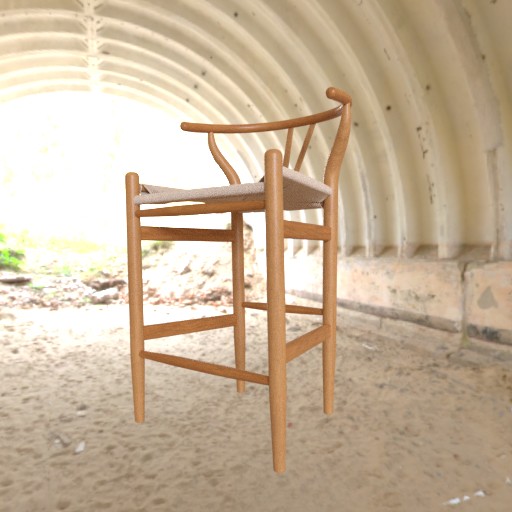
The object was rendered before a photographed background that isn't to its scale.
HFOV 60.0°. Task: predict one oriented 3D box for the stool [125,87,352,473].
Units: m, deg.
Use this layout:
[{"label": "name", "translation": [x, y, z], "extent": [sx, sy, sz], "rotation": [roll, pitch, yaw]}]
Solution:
[{"label": "stool", "translation": [0.000, 0.000, 1.350], "extent": [0.569, 0.970, 0.579], "rotation": [1, 1, 36]}]
